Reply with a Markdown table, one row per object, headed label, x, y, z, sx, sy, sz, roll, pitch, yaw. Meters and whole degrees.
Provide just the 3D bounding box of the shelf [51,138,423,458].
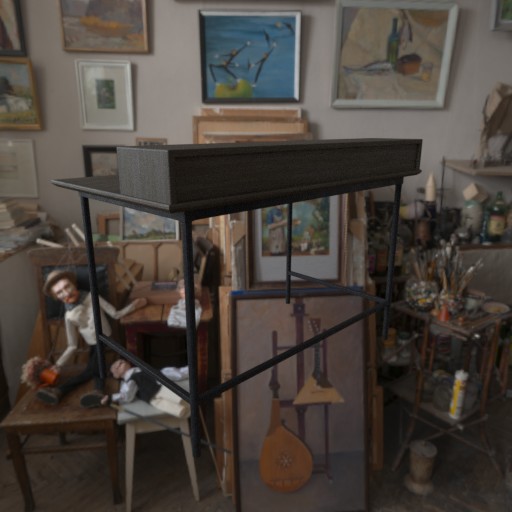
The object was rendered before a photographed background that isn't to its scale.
| label | x | y | z | sx | sy | sz | roll | pitch | yaw |
| --- | --- | --- | --- | --- | --- | --- | --- | --- | --- |
| shelf | 0.000 | 0.000 | 1.714 | 1.212 | 0.865 | 0.685 | -15 | 22 | -42 |
